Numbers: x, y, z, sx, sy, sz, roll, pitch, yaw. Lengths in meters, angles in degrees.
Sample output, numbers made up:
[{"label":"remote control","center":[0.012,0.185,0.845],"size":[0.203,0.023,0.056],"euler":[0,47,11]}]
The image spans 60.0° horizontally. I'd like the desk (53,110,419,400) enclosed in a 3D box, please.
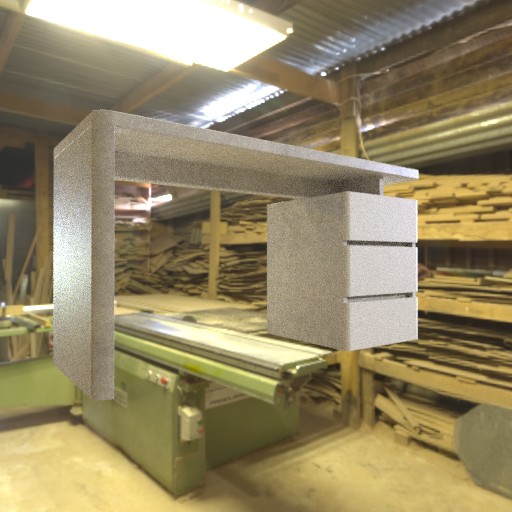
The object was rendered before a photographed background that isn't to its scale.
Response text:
[{"label":"desk","center":[0.000,0.000,1.760],"size":[1.400,0.755,0.550],"euler":[0,0,-36]}]
